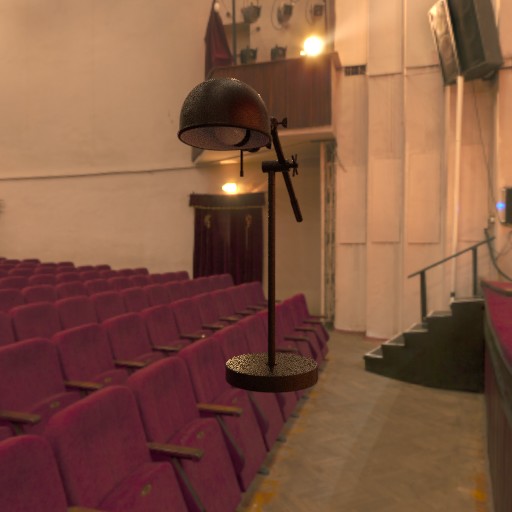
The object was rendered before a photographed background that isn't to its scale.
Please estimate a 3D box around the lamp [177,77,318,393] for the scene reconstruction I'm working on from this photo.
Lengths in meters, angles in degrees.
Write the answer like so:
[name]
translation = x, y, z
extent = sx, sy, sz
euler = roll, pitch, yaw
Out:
[lamp]
translation = 0.000, 0.000, 0.785
extent = 0.185, 0.495, 0.567
euler = 0, 1, 17
